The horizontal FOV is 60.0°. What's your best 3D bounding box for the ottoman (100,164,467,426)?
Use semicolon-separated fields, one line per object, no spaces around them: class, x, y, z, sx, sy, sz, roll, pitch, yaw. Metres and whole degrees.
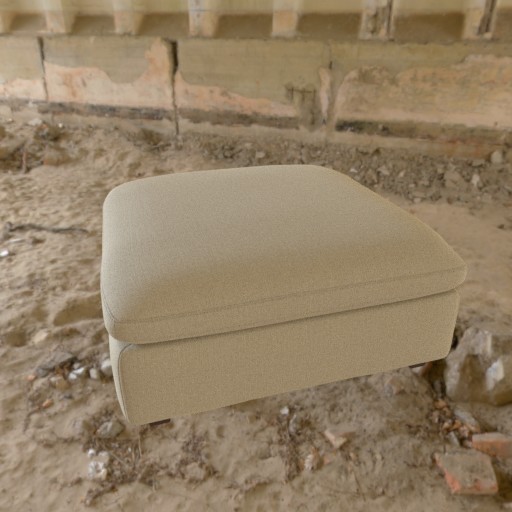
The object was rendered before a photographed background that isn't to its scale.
ottoman;0.000;0.000;1.543;0.996;0.467;0.977;-8;28;-15
